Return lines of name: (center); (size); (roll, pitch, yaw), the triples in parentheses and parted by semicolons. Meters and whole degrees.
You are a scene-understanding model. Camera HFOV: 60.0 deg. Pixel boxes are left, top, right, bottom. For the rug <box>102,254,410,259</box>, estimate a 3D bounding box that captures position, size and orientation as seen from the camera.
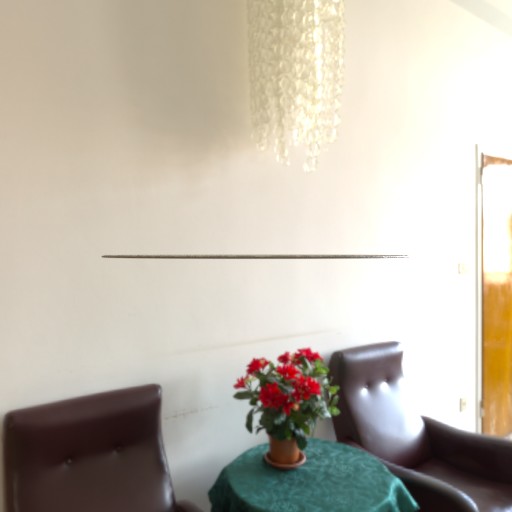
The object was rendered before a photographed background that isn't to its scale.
rug: (0.000, 0.000, 2.420); (1.593, 0.012, 1.593); (0, 0, 0)
